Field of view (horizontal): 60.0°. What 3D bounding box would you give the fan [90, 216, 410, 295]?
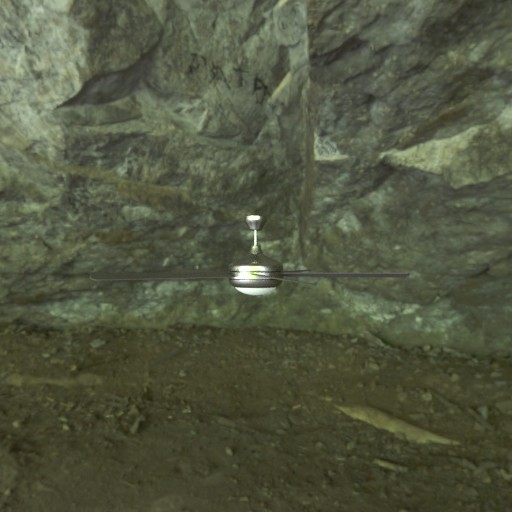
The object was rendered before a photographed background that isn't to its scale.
[{"bbox_3d":[0.000,0.000,2.011,1.321,0.356,1.321,0,-1,0],"label":"fan"}]
